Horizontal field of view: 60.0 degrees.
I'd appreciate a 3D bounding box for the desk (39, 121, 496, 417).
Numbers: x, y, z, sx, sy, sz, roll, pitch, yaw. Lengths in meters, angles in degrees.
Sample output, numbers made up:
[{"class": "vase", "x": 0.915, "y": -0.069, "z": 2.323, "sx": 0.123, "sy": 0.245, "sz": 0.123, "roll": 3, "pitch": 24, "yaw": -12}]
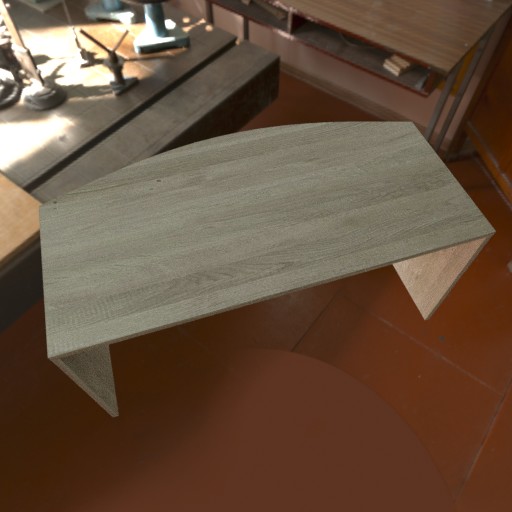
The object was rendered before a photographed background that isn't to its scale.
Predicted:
[{"class": "desk", "x": 0.000, "y": 0.000, "z": 2.022, "sx": 1.600, "sy": 0.752, "sz": 0.802, "roll": -15, "pitch": 58, "yaw": -10}]
